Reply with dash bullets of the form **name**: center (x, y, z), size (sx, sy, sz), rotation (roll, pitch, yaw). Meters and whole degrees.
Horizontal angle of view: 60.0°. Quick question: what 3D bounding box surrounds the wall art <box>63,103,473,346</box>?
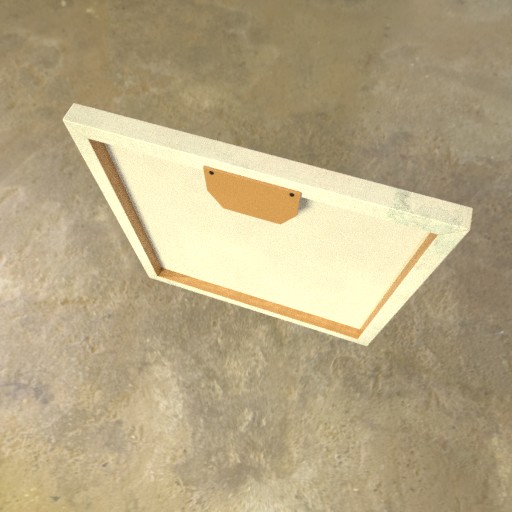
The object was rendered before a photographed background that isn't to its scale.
- **wall art**: center (0.000, 0.000, 0.903), size (0.605, 0.605, 0.044), rotation (17, 65, 8)
